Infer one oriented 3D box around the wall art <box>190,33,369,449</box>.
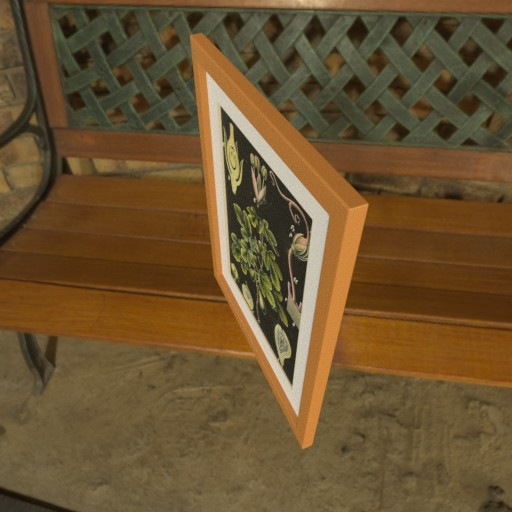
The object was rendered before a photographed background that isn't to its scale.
[{"bbox_3d":[0.000,0.000,0.503,0.015,0.379,0.310,-18,49,-16],"label":"wall art"}]
